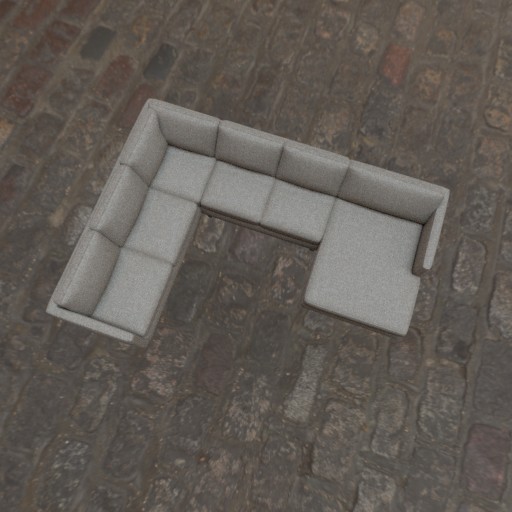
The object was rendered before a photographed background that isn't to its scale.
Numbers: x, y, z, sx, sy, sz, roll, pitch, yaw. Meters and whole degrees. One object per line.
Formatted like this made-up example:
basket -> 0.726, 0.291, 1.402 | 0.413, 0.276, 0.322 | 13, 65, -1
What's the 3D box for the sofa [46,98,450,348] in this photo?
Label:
sofa -> 0.000, 0.000, 4.610 | 3.403, 0.889, 2.551 | 18, 75, 5
